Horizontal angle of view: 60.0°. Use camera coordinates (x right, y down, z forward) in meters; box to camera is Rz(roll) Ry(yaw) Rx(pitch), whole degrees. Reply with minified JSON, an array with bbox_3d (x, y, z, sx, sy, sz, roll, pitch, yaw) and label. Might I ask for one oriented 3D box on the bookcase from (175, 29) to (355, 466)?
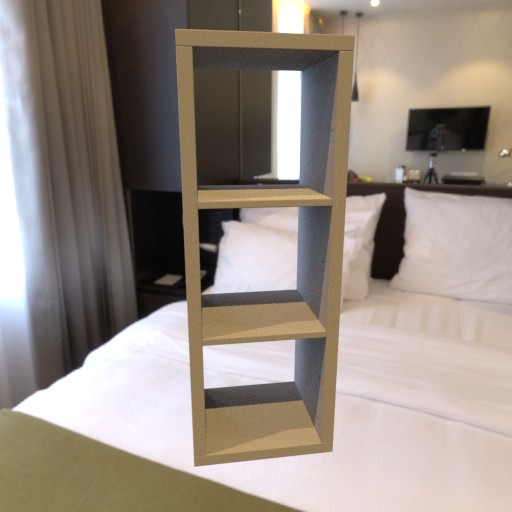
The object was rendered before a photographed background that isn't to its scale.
[{"bbox_3d":[0.000,0.000,1.246,0.390,1.080,0.330,-2,15,-8],"label":"bookcase"}]
